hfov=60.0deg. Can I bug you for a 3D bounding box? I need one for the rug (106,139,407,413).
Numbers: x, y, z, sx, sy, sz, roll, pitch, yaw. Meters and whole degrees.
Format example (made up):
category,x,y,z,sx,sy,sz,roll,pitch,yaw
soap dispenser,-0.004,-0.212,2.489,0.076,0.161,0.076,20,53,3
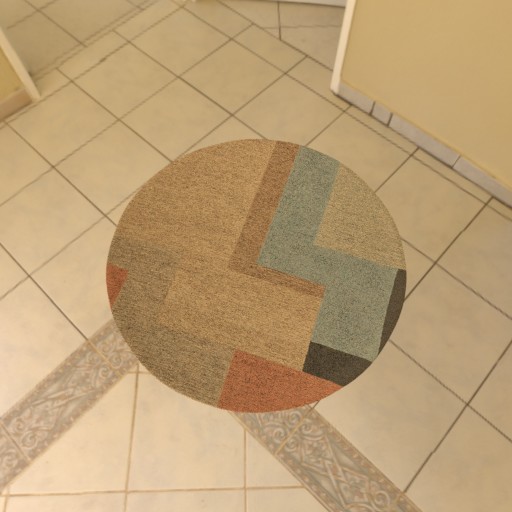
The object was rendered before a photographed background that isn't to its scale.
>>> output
category,x,y,z,sx,sy,sz,roll,pitch,yaw
rug,0.000,0.000,3.664,2.461,0.033,2.461,0,64,0
